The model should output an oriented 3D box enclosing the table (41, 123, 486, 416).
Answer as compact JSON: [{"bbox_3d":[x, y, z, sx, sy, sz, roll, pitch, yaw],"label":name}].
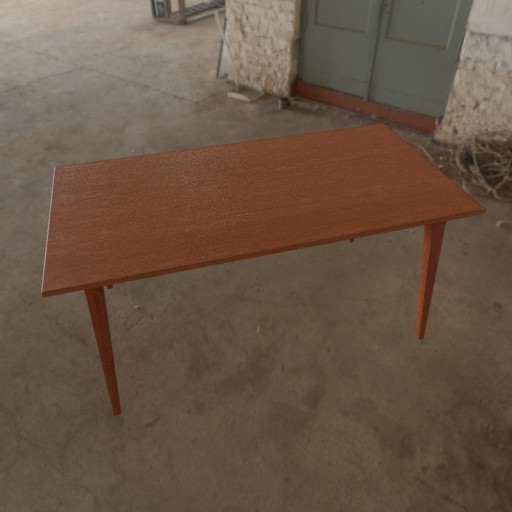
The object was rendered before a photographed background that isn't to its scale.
[{"bbox_3d":[0.000,0.000,2.069,1.609,0.755,0.811,-11,42,-12],"label":"table"}]
